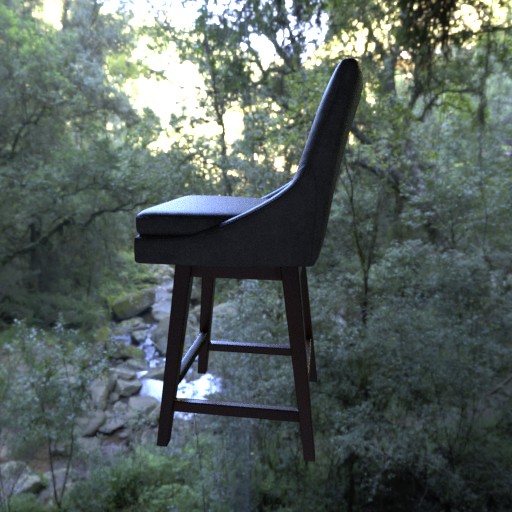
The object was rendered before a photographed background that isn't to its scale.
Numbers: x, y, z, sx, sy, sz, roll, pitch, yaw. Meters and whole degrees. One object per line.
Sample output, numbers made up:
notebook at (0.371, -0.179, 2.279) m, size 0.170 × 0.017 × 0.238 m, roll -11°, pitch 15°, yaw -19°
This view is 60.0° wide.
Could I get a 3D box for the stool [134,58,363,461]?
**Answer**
stool at (0.000, 0.000, 1.366) m, size 0.587 × 1.046 × 0.492 m, roll 2°, pitch 13°, yaw 8°
